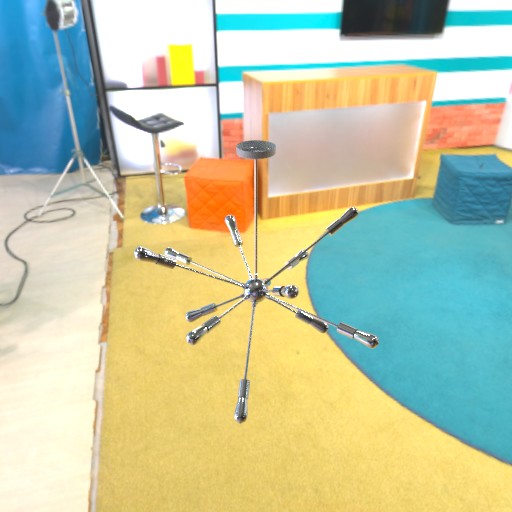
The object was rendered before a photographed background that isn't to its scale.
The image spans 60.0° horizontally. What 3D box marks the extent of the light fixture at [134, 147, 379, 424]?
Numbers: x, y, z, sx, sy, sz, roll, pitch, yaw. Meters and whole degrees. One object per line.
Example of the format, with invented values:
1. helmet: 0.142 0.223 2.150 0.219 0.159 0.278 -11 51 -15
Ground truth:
1. light fixture: 0.000 0.000 1.109 0.684 0.558 0.509 21 37 31
